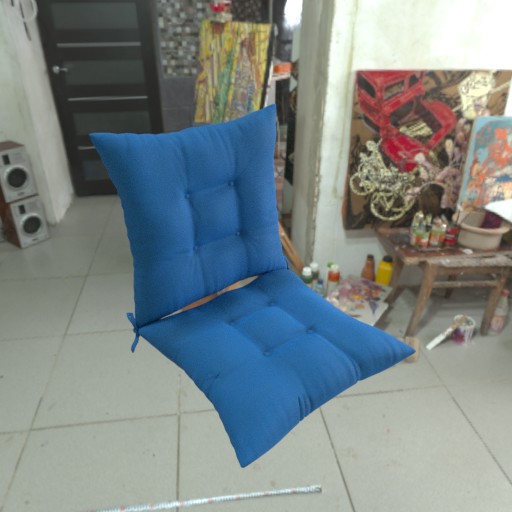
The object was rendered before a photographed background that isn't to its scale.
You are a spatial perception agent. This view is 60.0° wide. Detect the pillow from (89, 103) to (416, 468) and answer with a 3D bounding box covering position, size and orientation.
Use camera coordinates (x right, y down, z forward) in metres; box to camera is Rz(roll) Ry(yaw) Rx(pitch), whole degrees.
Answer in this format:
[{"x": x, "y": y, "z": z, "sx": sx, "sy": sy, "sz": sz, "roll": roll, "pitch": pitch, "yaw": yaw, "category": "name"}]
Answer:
[{"x": 0.000, "y": 0.000, "z": 1.006, "sx": 0.541, "sy": 0.536, "sz": 0.585, "roll": -21, "pitch": 35, "yaw": -32, "category": "pillow"}]
